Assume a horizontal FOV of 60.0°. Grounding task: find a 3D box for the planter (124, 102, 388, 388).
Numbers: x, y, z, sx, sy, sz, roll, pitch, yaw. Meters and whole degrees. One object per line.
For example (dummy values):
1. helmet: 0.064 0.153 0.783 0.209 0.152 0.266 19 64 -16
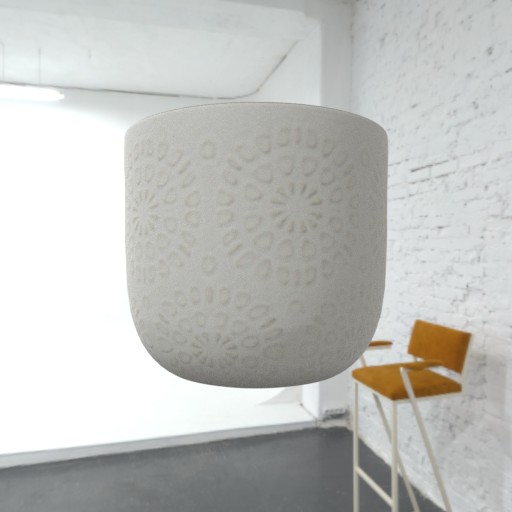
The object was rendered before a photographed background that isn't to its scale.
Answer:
1. planter: 0.000 0.000 0.218 0.124 0.109 0.124 0 0 0
